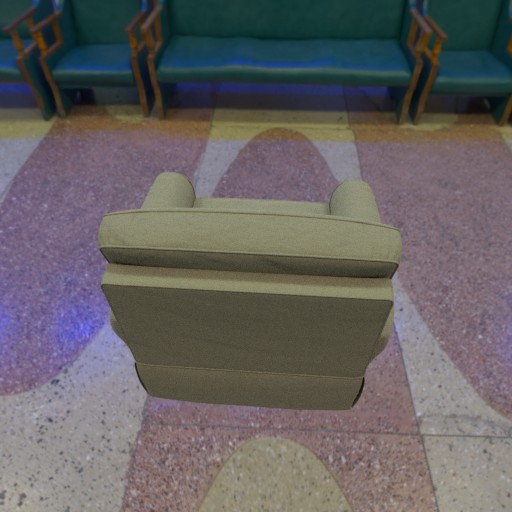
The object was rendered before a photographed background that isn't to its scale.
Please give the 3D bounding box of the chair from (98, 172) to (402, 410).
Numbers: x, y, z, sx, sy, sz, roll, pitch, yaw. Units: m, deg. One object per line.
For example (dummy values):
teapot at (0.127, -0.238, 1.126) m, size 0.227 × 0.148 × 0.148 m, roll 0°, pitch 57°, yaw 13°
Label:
chair at (0.000, 0.000, 1.967) m, size 1.135 × 1.017 × 0.988 m, roll 3°, pitch 47°, yaw 3°
